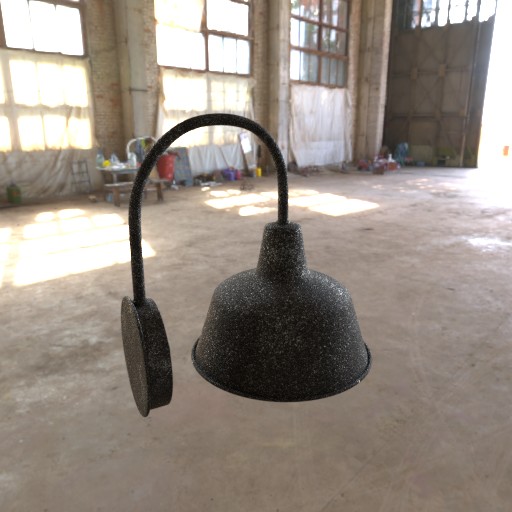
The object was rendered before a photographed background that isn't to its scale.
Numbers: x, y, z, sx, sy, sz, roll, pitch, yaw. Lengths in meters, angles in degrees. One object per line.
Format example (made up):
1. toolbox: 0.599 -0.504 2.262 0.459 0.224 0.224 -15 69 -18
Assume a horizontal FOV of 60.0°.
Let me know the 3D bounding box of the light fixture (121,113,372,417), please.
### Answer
1. light fixture: 0.000 0.000 0.491 0.283 0.300 0.216 -8 18 -26
